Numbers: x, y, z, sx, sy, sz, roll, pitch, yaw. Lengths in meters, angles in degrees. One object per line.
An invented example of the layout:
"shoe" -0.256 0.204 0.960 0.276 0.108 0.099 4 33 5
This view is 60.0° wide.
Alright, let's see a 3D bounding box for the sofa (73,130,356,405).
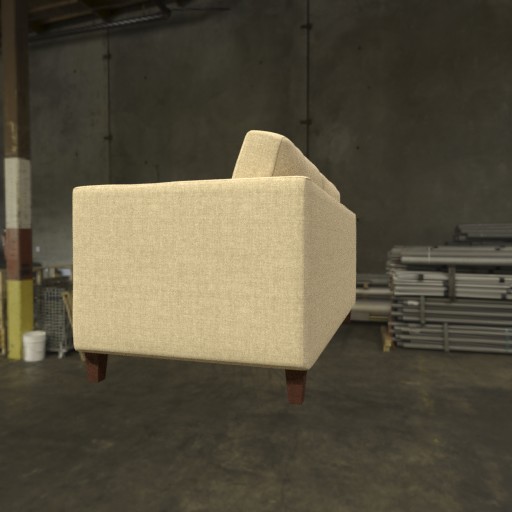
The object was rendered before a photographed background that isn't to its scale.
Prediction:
"sofa" 0.000 0.000 2.445 0.950 0.963 1.884 0 1 17
